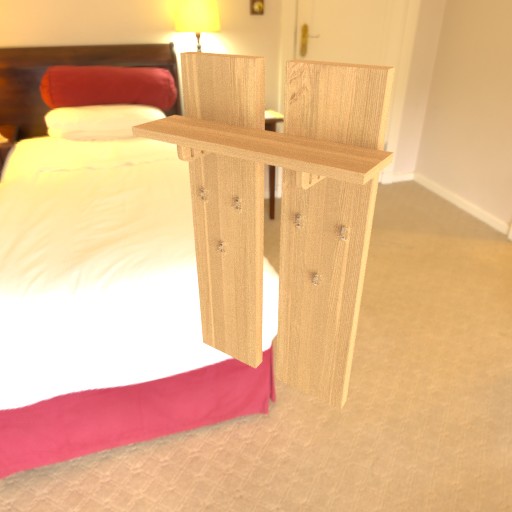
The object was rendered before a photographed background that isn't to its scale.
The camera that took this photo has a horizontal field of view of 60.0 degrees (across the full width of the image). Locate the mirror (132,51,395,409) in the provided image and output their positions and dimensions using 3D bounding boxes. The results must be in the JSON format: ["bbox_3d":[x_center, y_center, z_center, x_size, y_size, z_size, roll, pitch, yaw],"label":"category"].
[{"bbox_3d":[0.000,0.000,1.553,0.800,1.250,0.260,19,35,29],"label":"mirror"}]
